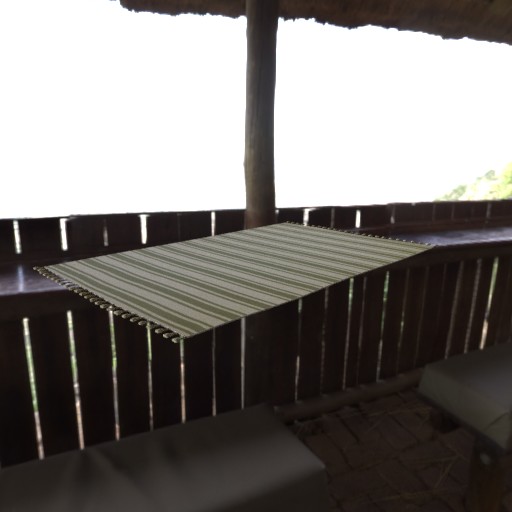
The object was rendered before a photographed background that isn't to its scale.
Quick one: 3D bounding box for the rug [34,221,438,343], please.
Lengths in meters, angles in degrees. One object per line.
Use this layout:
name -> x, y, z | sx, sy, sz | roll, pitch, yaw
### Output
rug -> 0.000, 0.000, 2.353 | 1.875, 0.013, 1.162 | -14, 20, -43
